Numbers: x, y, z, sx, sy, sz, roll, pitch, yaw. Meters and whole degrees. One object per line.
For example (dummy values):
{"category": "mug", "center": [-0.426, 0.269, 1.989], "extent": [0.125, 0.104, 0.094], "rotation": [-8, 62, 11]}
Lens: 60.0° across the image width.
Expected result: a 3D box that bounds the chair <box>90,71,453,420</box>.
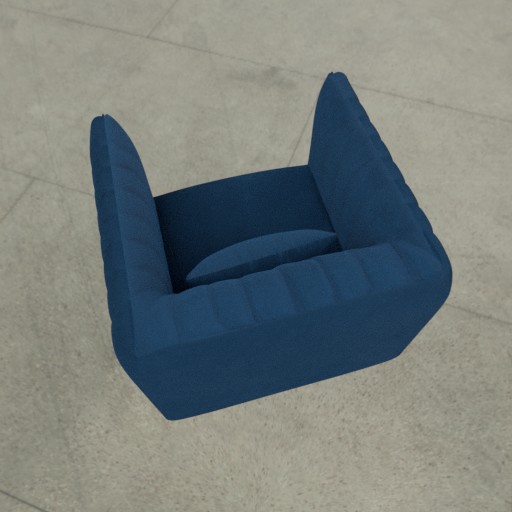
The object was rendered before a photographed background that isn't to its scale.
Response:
{"category": "chair", "center": [0.000, 0.000, 1.585], "extent": [0.947, 0.793, 0.877], "rotation": [-13, 60, -8]}
